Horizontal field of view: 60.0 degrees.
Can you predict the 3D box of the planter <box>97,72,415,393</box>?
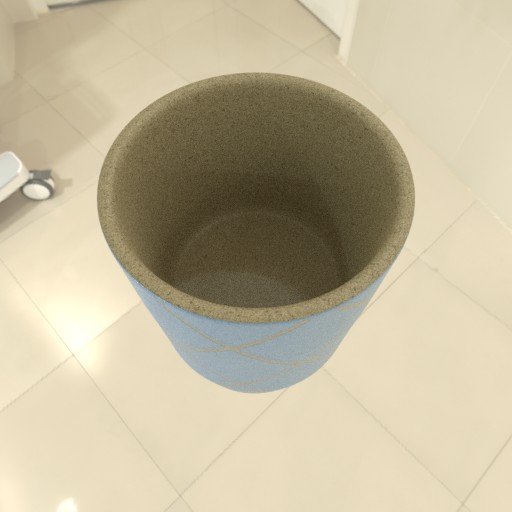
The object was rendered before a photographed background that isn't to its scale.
[{"bbox_3d":[0.000,0.000,0.421,0.227,0.235,0.227,0,60,0],"label":"planter"}]
